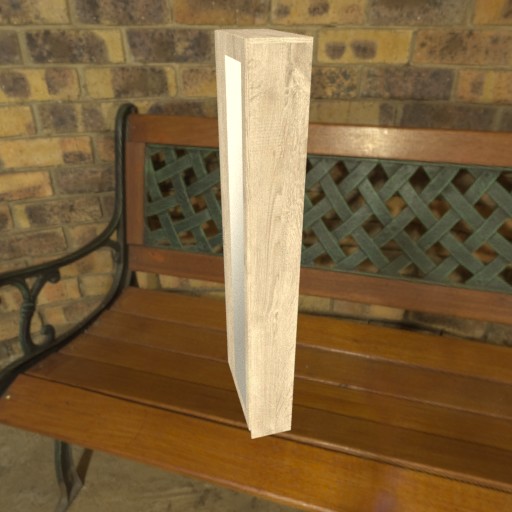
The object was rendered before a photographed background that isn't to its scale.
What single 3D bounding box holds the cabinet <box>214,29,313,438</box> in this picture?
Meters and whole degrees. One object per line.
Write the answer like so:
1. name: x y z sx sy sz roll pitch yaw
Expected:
1. cabinet: 0.000 0.000 1.988 0.230 1.790 0.500 -8 31 -13
